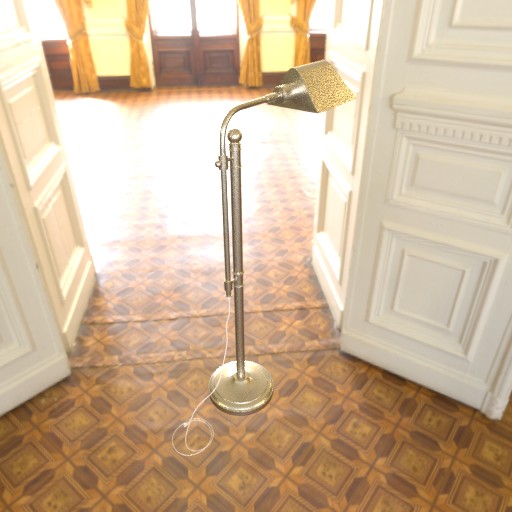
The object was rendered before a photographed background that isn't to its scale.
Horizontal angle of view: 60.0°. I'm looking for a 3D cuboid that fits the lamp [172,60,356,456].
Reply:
[{"bbox_3d":[0.000,0.000,0.932,0.159,0.708,0.546,23,39,31],"label":"lamp"}]
